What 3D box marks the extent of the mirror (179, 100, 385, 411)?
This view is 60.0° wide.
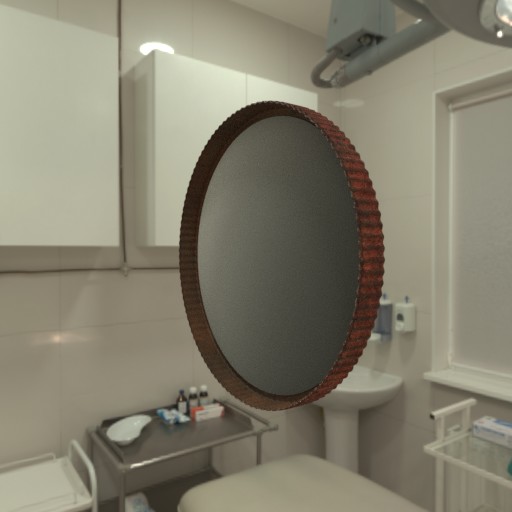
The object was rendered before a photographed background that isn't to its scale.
[{"bbox_3d":[0.000,0.000,0.915,0.056,0.609,0.609,-1,1,-36],"label":"mirror"}]
